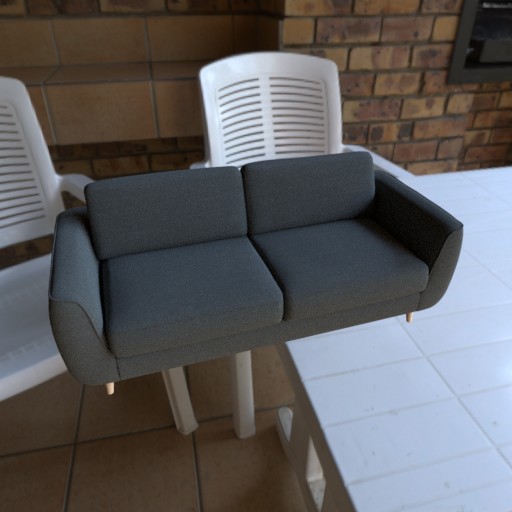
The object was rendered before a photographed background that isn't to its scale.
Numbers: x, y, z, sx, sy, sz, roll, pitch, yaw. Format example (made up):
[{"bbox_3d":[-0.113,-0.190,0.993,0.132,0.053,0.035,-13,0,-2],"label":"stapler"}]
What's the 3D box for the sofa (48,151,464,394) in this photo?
[{"bbox_3d":[0.000,0.000,2.397,2.000,0.850,0.920,-10,33,-15],"label":"sofa"}]
